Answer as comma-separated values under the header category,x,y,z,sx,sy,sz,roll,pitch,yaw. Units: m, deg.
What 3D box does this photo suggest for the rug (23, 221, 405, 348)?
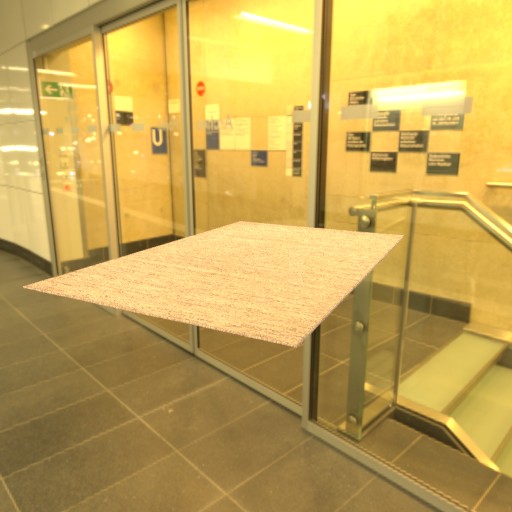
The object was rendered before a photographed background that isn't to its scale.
category,x,y,z,sx,sy,sz,roll,pitch,yaw
rug,0.000,0.000,2.360,1.225,0.013,1.840,7,16,26
